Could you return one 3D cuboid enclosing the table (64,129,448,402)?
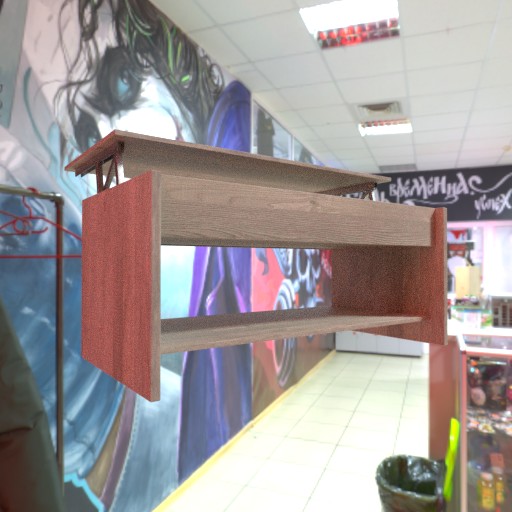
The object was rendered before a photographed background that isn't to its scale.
[{"bbox_3d":[0.000,0.000,1.417,1.000,0.570,0.712,1,-1,-36],"label":"table"}]
